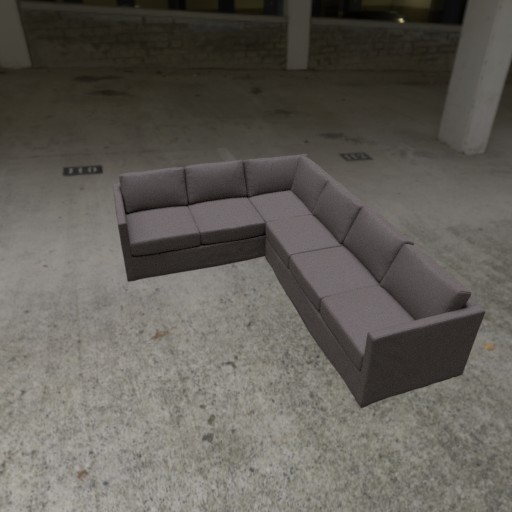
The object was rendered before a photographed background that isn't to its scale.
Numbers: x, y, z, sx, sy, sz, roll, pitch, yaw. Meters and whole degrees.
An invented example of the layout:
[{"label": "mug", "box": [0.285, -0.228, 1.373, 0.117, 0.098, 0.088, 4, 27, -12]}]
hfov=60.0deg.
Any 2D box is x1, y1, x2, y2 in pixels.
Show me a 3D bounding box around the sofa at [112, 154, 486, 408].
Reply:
[{"label": "sofa", "box": [0.000, 0.000, 4.241, 2.432, 0.871, 3.182, -10, 34, -15]}]
